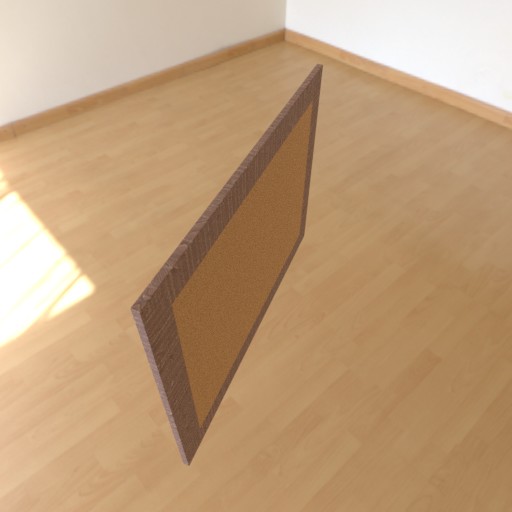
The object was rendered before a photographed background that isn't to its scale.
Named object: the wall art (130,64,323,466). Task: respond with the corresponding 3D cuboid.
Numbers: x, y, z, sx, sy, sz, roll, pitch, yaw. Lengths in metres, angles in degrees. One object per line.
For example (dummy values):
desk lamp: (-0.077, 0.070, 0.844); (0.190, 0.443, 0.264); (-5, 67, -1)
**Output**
wall art: (0.000, 0.000, 1.361); (0.020, 0.761, 1.056); (17, 49, 16)
